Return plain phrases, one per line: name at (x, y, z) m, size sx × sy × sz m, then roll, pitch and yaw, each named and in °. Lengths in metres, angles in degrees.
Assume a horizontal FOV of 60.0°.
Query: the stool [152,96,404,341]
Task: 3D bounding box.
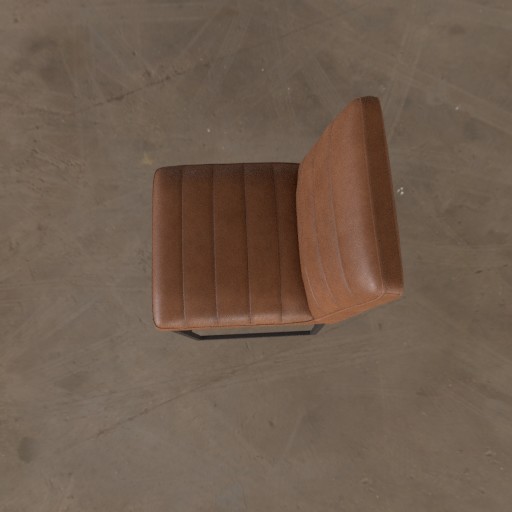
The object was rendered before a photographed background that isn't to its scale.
stool at (0.000, 0.000, 1.364) m, size 0.556 × 1.040 × 0.458 m, roll -3°, pitch 76°, yaw -1°
